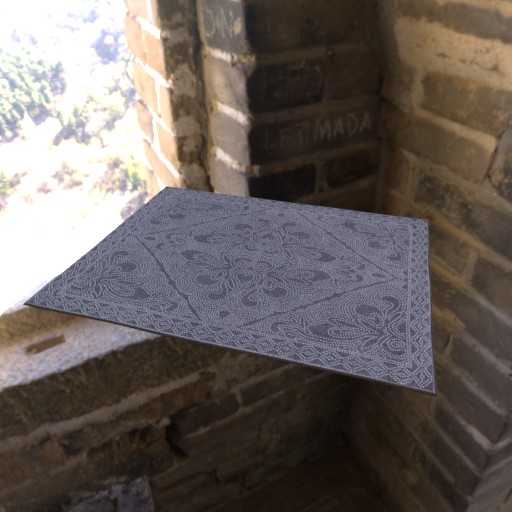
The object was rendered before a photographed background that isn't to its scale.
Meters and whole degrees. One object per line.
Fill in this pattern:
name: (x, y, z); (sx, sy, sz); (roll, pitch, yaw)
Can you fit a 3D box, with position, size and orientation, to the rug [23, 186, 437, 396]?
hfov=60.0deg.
rug: (0.000, 0.000, 4.026); (3.048, 0.012, 2.438); (10, 33, 15)
